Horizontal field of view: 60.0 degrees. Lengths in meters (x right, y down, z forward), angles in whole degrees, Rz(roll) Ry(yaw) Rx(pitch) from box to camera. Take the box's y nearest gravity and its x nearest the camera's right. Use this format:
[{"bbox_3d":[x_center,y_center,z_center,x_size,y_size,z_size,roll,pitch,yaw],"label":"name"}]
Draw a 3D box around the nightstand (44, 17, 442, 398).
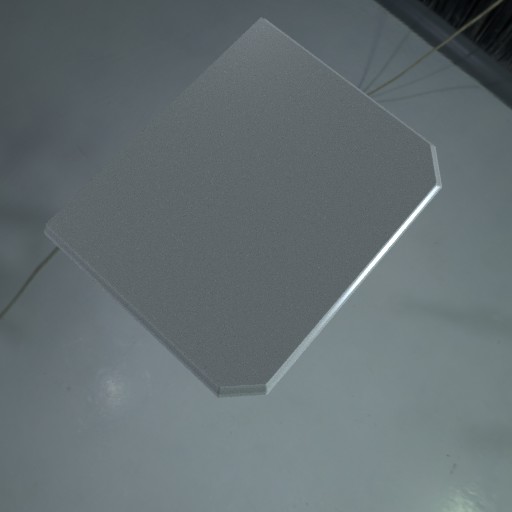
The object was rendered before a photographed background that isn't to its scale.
[{"bbox_3d":[0.000,0.000,0.900,0.348,0.680,0.435,41,80,9],"label":"nightstand"}]
